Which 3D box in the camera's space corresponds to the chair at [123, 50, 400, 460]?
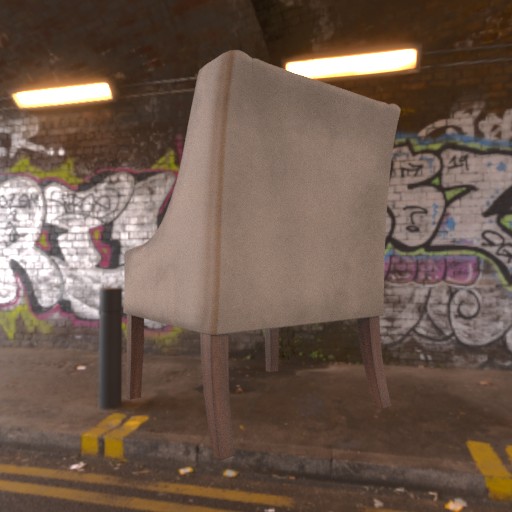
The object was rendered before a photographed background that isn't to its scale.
[{"bbox_3d":[0.000,0.000,1.364,0.629,0.895,0.629,1,-1,-37],"label":"chair"}]
